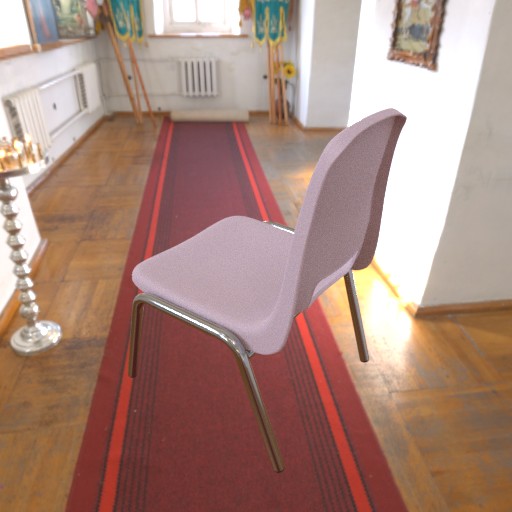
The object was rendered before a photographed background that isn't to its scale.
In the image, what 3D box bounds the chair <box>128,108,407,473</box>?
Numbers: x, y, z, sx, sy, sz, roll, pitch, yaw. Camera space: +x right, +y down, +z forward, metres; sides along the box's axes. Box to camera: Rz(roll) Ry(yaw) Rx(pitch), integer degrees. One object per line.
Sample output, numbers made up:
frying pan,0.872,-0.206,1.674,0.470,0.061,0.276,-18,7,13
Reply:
chair,0.000,0.000,0.772,0.385,0.536,0.354,22,37,32
